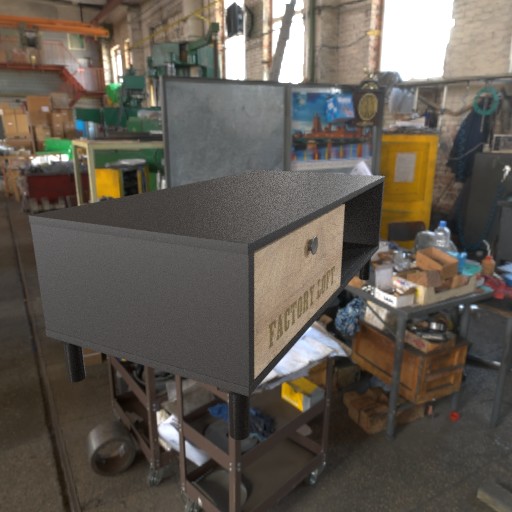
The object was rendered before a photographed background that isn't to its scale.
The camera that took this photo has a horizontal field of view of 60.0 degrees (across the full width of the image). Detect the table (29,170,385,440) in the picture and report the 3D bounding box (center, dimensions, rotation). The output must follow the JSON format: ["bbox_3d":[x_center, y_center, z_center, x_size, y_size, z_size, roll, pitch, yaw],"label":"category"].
[{"bbox_3d":[0.000,0.000,1.353,0.550,0.400,1.100,8,18,25],"label":"table"}]
